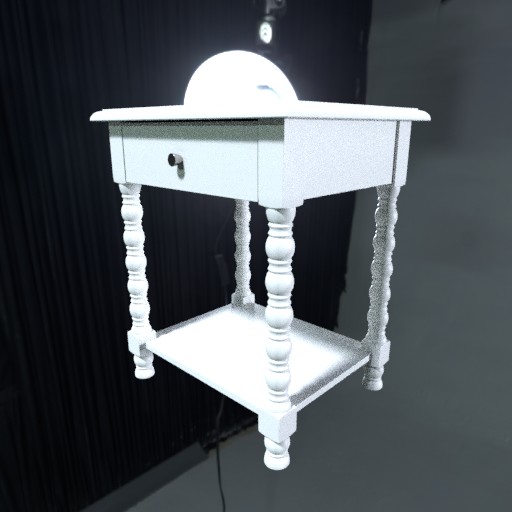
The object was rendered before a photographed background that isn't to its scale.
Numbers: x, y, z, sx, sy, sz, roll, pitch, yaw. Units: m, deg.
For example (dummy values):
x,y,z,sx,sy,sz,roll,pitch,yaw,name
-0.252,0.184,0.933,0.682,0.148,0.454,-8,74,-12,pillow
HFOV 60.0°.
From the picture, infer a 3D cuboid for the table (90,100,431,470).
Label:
x,y,z,sx,sy,sz,roll,pitch,yaw,name
0.000,0.000,0.843,0.460,0.531,0.381,15,22,41,table
